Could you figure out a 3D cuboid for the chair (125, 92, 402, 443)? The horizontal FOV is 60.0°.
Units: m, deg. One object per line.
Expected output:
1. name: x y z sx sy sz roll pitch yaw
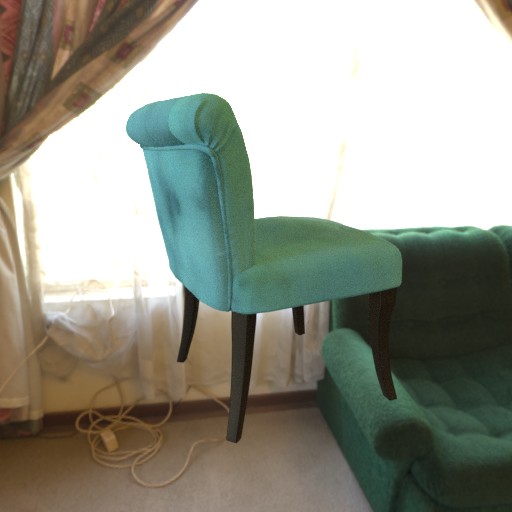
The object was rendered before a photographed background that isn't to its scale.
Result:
1. chair: 0.000 0.000 1.178 0.605 0.750 0.582 -7 15 -25
